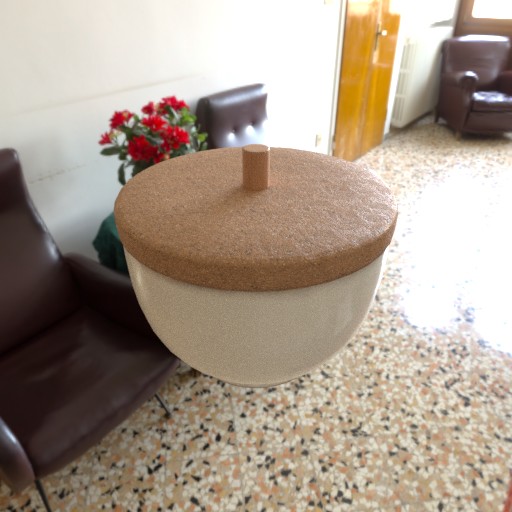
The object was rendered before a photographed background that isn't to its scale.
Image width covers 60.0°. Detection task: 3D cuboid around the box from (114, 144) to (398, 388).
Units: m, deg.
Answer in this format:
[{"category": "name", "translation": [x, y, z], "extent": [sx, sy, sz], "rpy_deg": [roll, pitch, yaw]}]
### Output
[{"category": "box", "translation": [0.000, 0.000, 0.188], "extent": [0.107, 0.094, 0.107], "rpy_deg": [0, 32, 0]}]
